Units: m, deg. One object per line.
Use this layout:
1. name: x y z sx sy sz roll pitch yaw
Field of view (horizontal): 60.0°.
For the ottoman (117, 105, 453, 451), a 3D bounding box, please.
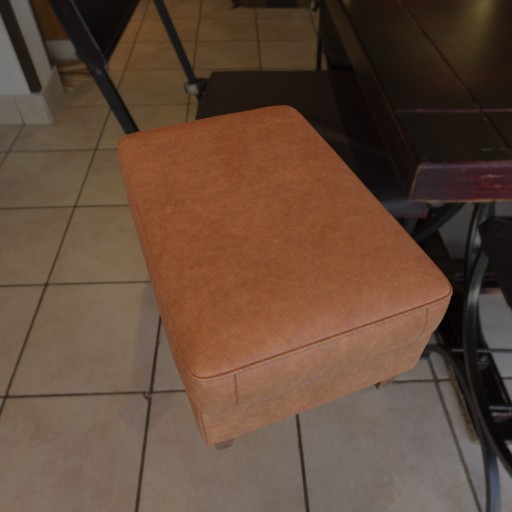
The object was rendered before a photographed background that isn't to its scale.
1. ottoman: 0.000 0.000 1.224 0.584 0.483 0.864 -16 49 -14
